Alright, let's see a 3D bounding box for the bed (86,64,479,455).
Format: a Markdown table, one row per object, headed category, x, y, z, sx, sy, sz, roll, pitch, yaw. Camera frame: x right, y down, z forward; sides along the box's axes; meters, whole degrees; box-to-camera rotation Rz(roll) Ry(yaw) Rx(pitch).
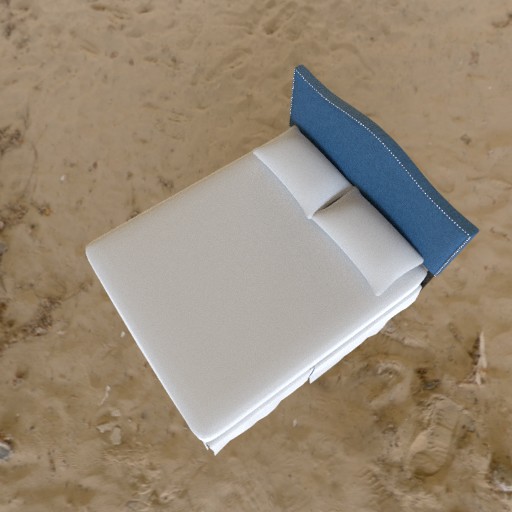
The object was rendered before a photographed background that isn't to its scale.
| category | x | y | z | sx | sy | sz | roll | pitch | yaw |
| --- | --- | --- | --- | --- | --- | --- | --- | --- | --- |
| bed | 0.000 | 0.000 | 2.908 | 1.872 | 1.169 | 1.610 | -33 | 68 | -15 |
